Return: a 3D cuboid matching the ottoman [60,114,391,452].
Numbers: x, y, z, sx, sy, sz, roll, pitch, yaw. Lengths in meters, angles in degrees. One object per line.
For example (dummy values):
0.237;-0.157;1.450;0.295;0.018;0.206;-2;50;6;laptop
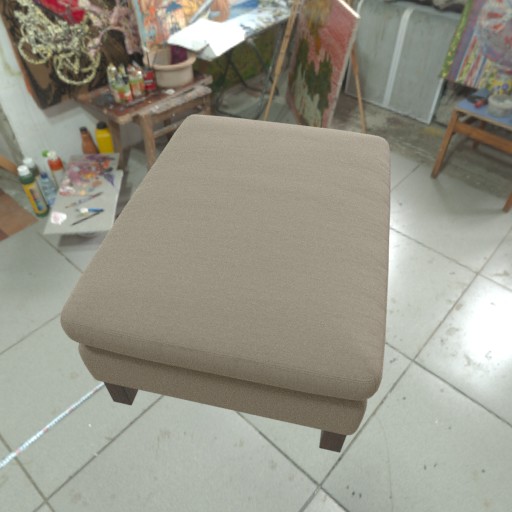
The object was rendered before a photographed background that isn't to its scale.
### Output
0.000;0.000;1.118;0.606;0.420;0.771;9;47;9;ottoman
